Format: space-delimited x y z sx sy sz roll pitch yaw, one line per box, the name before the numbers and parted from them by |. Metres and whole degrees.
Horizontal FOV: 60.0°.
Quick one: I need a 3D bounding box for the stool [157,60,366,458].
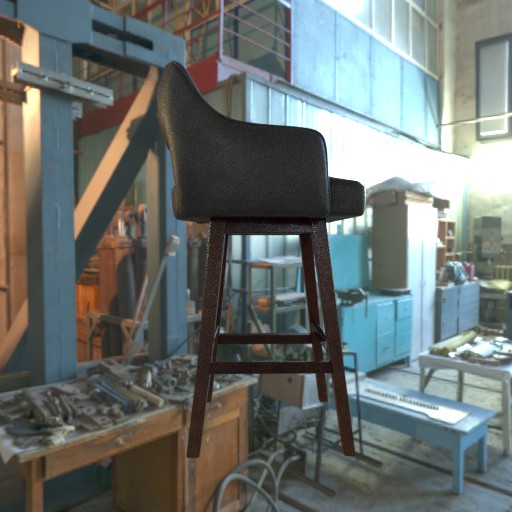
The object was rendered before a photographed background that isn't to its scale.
stool | 0.000 0.000 1.349 0.560 1.041 0.550 0 2 -1
